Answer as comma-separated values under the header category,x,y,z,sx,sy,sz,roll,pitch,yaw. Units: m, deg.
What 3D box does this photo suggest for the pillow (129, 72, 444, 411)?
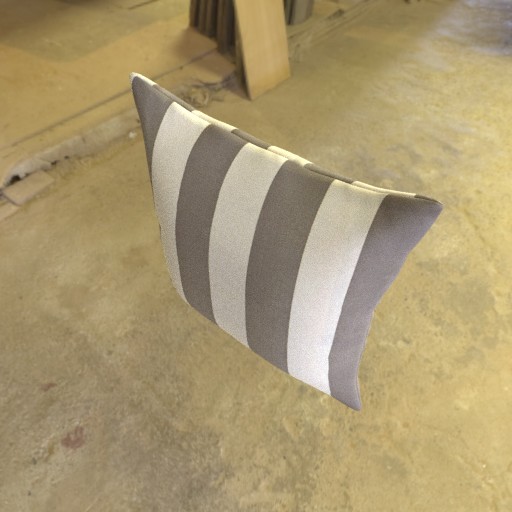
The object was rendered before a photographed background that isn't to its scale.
category,x,y,z,sx,sy,sz,roll,pitch,yaw
pillow,0.000,0.000,0.769,0.522,0.507,0.192,31,54,26
